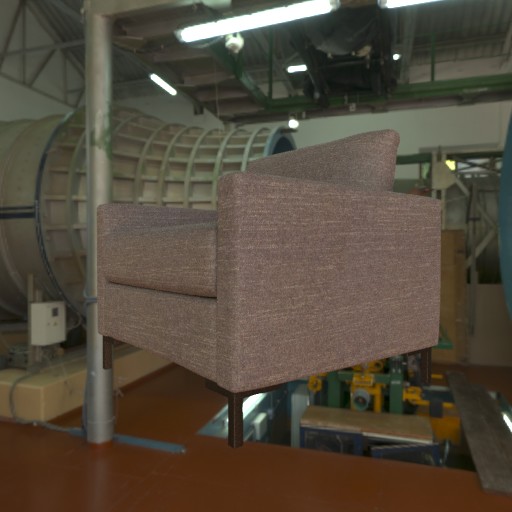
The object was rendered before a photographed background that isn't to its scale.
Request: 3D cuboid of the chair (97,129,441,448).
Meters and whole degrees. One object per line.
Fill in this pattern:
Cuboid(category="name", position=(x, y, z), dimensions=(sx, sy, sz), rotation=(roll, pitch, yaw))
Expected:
Cuboid(category="chair", position=(0.000, 0.000, 1.549), dimensions=(0.845, 0.841, 0.940), rotation=(-1, 1, -38))
